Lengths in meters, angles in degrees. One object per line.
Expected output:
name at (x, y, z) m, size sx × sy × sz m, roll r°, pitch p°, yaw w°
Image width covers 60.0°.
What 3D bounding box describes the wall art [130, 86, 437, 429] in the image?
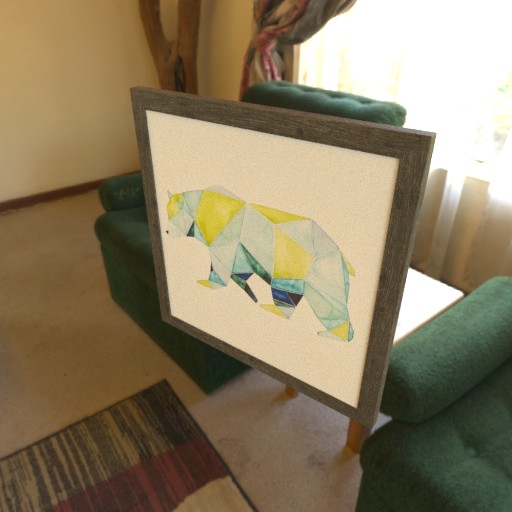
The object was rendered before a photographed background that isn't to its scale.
wall art at (0.000, 0.000, 0.698) m, size 0.462 × 0.459 × 0.027 m, roll 20°, pitch 36°, yaw 30°
